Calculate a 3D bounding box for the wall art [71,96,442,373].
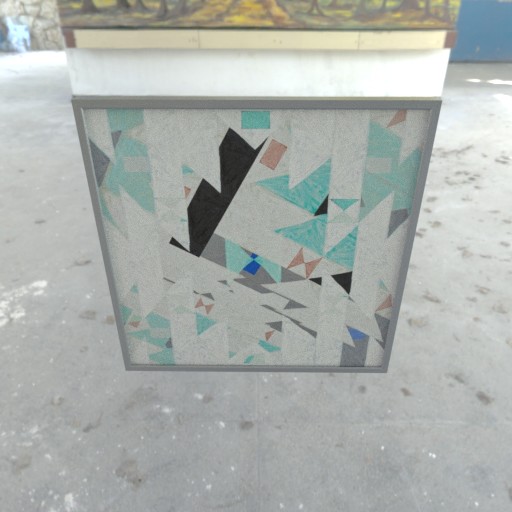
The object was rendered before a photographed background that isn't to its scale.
[{"bbox_3d":[0.000,0.000,1.182,0.806,0.806,0.038,0,30,1],"label":"wall art"}]
